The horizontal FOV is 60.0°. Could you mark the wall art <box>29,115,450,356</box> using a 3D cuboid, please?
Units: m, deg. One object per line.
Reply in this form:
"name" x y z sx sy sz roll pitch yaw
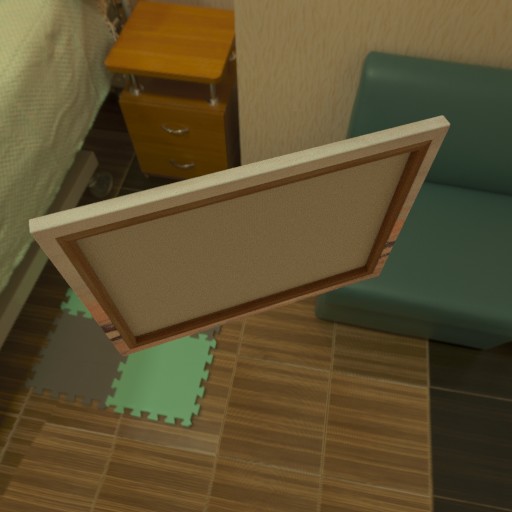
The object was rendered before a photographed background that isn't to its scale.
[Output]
"wall art" 0.000 0.000 1.346 1.015 0.763 0.038 -16 59 -10
